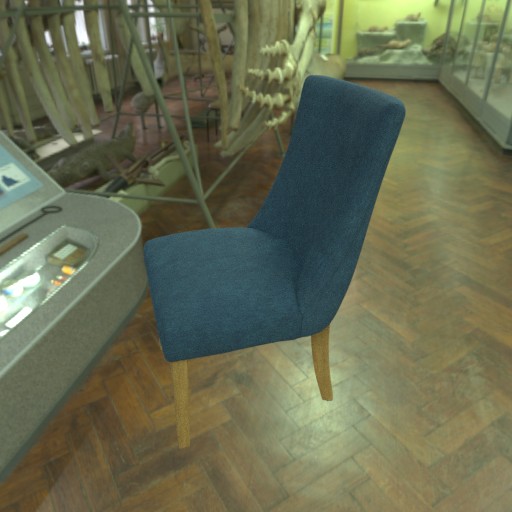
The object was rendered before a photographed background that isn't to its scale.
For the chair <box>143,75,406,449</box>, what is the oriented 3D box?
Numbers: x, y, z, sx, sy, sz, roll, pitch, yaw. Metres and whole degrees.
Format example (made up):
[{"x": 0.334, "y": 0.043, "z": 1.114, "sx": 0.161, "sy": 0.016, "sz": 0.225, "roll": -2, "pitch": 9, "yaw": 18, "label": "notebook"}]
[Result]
[{"x": 0.000, "y": 0.000, "z": 1.268, "sx": 0.609, "sy": 0.902, "sz": 0.495, "roll": -9, "pitch": 31, "yaw": -15, "label": "chair"}]
